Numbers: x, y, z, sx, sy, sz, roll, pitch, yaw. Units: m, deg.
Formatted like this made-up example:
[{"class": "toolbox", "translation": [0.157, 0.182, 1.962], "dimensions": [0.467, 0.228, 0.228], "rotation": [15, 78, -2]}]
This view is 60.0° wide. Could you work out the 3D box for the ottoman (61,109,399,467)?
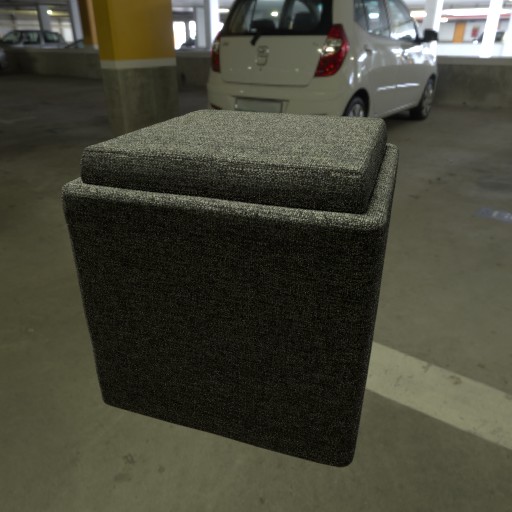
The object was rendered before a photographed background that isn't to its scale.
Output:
[{"class": "ottoman", "translation": [0.000, 0.000, 0.812], "dimensions": [0.450, 0.463, 0.450], "rotation": [8, 27, 16]}]
